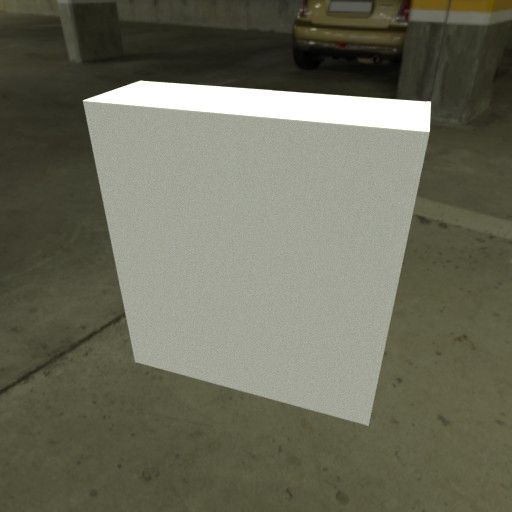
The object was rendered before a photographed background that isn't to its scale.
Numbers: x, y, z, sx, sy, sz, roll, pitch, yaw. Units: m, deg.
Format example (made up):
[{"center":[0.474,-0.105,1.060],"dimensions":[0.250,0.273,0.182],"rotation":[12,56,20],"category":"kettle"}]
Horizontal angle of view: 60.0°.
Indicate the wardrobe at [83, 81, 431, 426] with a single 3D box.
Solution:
[{"center":[0.000,0.000,2.988],"dimensions":[1.830,2.020,0.600],"rotation":[10,33,16],"category":"wardrobe"}]
